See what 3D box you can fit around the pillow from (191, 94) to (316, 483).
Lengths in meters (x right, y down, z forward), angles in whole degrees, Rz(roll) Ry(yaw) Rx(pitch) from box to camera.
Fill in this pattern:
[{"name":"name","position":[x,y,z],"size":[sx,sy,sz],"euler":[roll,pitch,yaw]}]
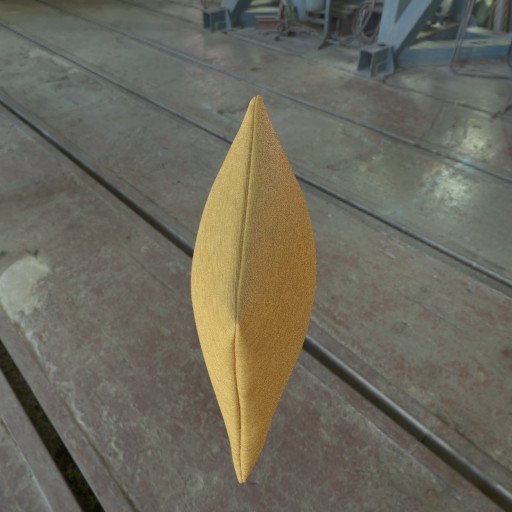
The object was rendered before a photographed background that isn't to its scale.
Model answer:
[{"name":"pillow","position":[0.000,0.000,0.785],"size":[0.210,0.354,0.634],"euler":[1,40,2]}]
